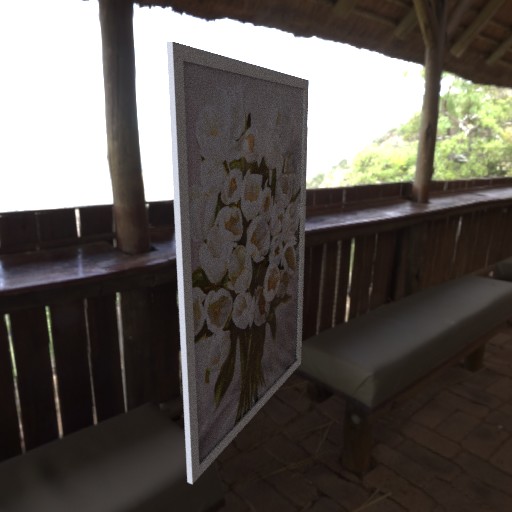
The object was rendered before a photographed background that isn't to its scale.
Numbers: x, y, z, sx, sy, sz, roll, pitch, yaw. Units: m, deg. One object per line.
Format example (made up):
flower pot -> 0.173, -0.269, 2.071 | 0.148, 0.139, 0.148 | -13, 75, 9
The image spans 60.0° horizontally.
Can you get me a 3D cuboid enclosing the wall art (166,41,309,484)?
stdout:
wall art -> 0.000, 0.000, 1.211 | 0.015, 0.965, 0.660 | 8, 17, 27
